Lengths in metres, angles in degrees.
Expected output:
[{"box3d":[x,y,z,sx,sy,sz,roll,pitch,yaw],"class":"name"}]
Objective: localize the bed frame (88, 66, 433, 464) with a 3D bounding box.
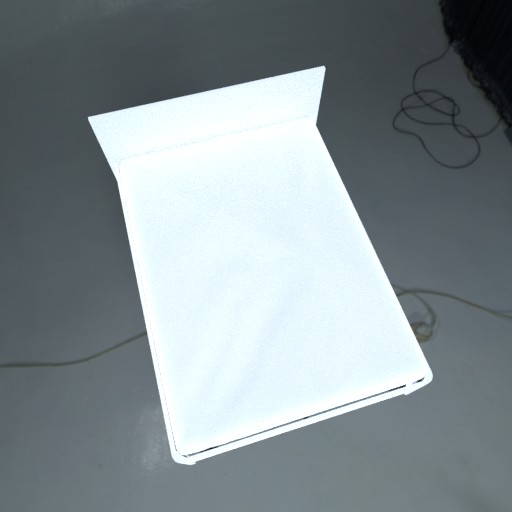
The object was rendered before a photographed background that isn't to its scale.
[{"box3d":[0.000,0.000,2.665,1.490,0.800,1.950,-15,65,-7],"class":"bed frame"}]
